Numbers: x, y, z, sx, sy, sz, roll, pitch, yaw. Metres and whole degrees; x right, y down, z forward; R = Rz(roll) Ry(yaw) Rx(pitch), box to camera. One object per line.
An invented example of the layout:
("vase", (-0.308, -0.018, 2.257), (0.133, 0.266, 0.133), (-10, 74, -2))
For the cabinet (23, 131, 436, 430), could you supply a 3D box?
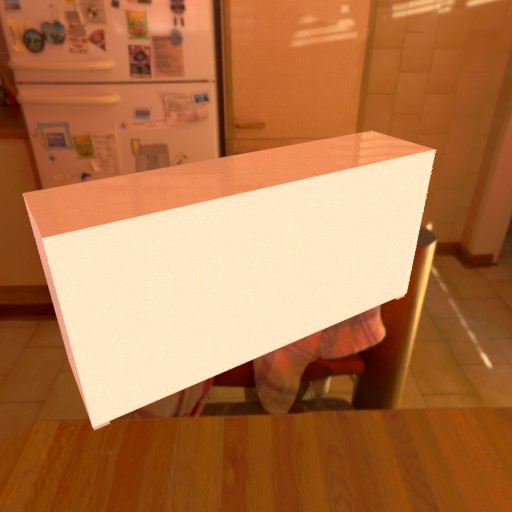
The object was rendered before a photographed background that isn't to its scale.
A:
("cabinet", (0.000, 0.000, 1.959), (1.650, 0.800, 0.400), (-17, 34, -27))
